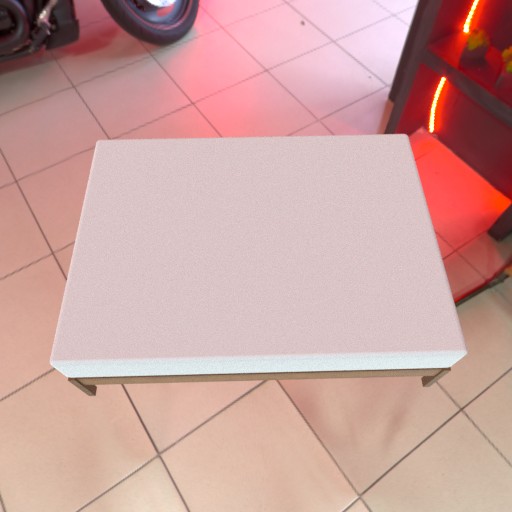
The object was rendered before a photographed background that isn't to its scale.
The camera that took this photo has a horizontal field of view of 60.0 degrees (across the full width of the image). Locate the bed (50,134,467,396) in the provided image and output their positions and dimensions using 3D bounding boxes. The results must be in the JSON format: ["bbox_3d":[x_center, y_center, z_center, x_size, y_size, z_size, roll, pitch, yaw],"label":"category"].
[{"bbox_3d":[0.000,0.000,2.778,2.050,0.593,1.529,-1,59,-1],"label":"bed"}]
